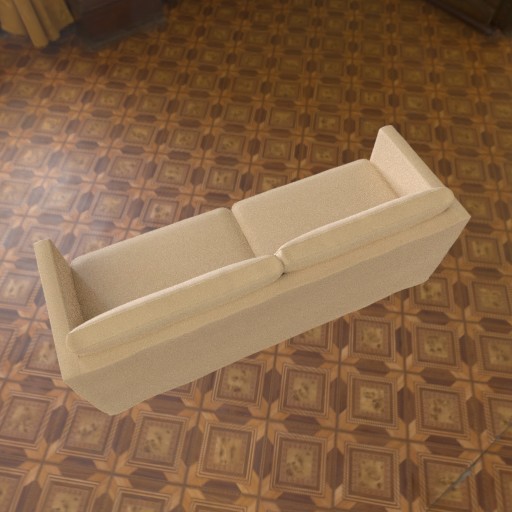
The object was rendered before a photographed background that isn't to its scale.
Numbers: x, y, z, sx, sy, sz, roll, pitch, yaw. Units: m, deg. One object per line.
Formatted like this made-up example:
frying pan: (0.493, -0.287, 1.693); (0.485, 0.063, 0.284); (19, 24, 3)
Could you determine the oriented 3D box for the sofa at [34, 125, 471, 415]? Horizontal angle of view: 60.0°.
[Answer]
sofa: (0.000, 0.000, 3.221); (2.779, 0.999, 1.036); (-21, 60, -12)
